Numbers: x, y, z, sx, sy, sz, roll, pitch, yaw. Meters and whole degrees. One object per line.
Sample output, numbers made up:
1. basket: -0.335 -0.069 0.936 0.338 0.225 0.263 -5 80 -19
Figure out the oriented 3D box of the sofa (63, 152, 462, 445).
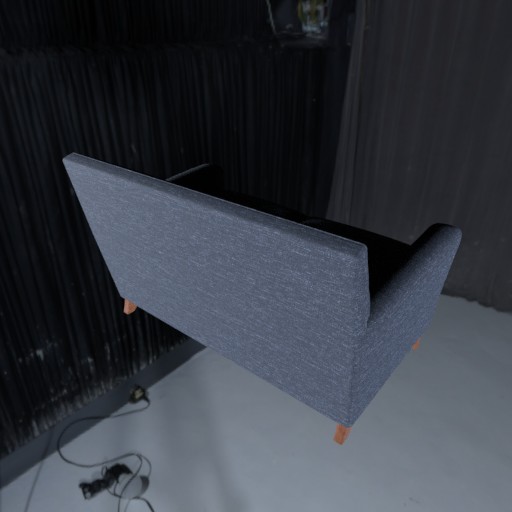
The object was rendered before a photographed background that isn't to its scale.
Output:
1. sofa: 0.000 0.000 1.933 1.420 0.846 0.875 21 35 34
